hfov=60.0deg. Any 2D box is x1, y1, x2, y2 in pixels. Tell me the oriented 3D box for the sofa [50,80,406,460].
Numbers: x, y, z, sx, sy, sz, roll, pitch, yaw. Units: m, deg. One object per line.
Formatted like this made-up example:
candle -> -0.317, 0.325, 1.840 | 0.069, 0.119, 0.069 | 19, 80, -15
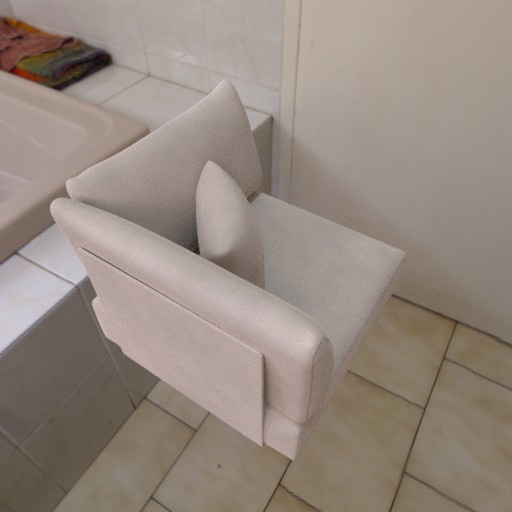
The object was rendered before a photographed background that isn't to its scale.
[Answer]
sofa -> 0.000, 0.000, 1.743 | 1.000, 0.820, 1.000 | 26, 52, 22
